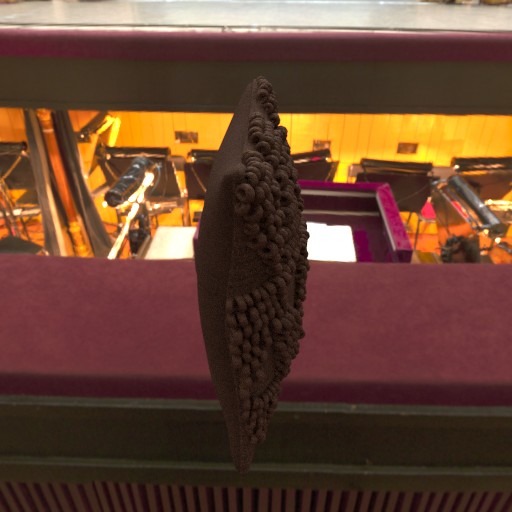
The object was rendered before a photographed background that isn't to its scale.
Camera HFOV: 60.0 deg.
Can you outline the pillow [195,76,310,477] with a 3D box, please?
[{"bbox_3d":[0.000,0.000,0.715,0.172,0.467,0.470,1,33,2],"label":"pillow"}]
